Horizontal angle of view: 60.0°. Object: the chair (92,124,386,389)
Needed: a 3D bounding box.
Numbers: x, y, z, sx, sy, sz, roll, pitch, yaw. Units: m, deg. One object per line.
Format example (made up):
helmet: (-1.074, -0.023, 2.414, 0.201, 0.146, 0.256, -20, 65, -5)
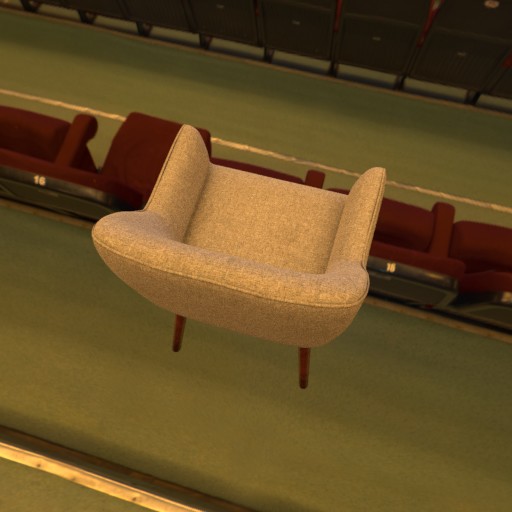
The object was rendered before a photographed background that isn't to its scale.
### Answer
chair: (0.000, 0.000, 1.158, 0.543, 0.803, 0.519, 14, 65, 7)
